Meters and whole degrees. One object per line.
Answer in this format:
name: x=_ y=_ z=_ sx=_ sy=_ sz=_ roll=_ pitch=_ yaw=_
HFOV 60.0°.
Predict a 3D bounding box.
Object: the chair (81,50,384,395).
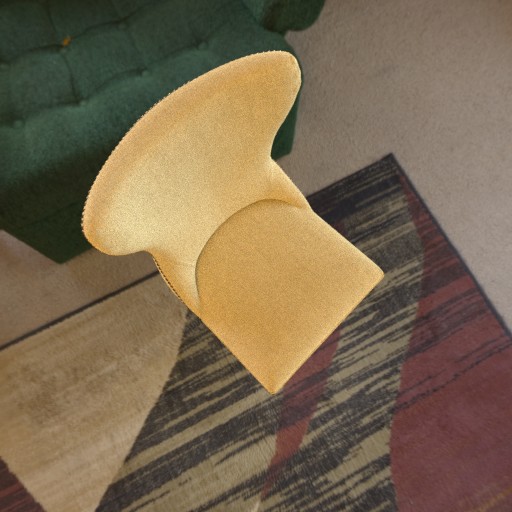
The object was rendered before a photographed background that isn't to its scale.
chair: x=0.000 y=0.000 z=1.420 sx=0.681 sy=1.002 sz=0.654 roll=43 pitch=78 yaw=11
